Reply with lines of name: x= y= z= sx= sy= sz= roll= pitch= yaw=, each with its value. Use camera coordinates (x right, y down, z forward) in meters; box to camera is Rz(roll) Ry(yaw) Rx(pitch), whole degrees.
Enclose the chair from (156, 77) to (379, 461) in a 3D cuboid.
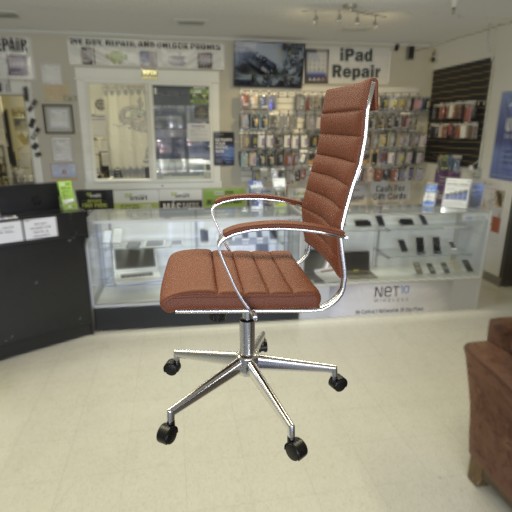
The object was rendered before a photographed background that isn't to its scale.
chair: x=0.000 y=0.000 z=1.577 sx=0.739 sy=1.149 sz=0.766 roll=-2 pitch=17 yaw=-7
